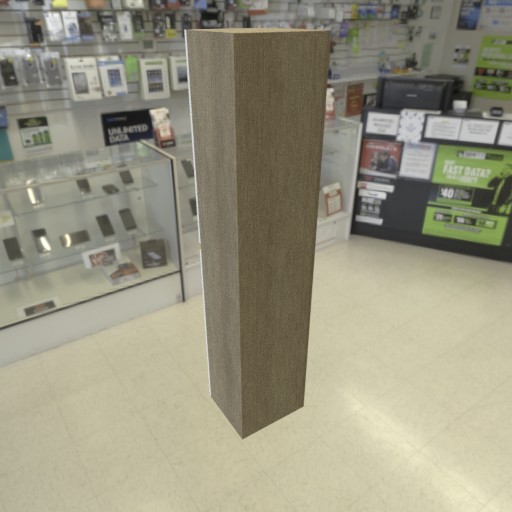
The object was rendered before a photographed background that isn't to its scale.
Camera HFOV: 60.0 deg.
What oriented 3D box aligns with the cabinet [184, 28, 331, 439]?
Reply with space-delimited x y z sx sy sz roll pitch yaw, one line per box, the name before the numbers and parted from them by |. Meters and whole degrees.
cabinet | 0.000 0.000 1.540 0.300 1.400 0.270 -17 33 -28
